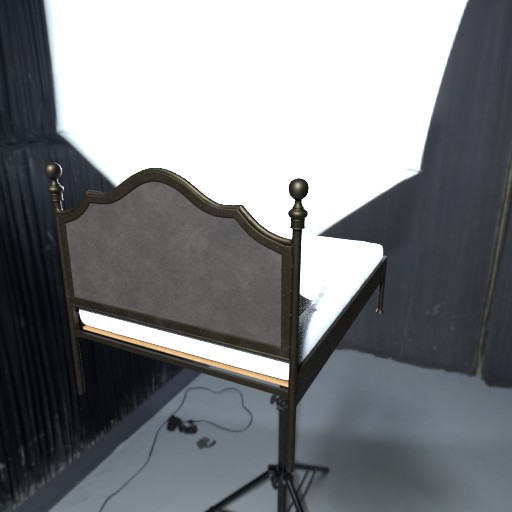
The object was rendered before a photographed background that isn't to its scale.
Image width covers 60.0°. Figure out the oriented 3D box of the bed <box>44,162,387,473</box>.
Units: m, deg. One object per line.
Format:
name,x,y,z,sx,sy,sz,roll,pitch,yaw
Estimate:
bed,0.000,0.000,3.211,1.533,1.462,2.170,9,19,26
